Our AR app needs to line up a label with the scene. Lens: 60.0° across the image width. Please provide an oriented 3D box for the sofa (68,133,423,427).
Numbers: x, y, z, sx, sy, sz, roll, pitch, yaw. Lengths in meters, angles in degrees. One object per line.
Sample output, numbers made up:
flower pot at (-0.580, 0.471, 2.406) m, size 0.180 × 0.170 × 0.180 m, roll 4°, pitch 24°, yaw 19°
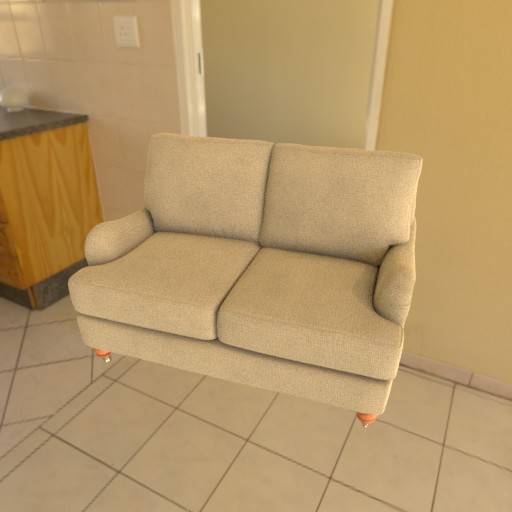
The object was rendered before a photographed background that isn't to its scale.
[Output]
sofa at (0.000, 0.000, 2.201) m, size 1.480 × 0.999 × 1.087 m, roll 9°, pitch 29°, yaw 16°
